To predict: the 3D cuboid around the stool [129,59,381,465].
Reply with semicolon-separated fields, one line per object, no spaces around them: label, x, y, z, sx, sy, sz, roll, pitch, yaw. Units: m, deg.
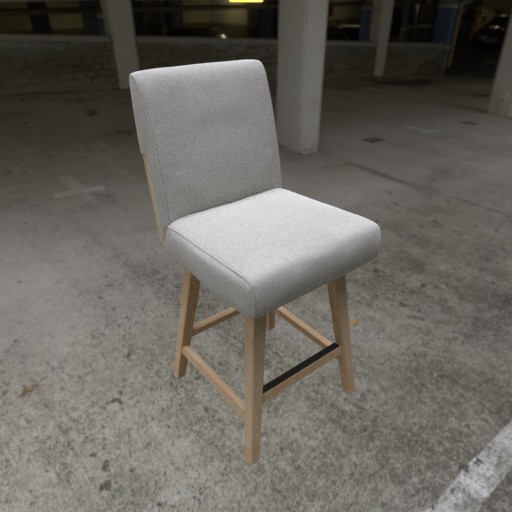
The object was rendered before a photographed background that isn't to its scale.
stool;0.000;0.000;1.419;0.507;1.085;0.606;-22;37;-32
